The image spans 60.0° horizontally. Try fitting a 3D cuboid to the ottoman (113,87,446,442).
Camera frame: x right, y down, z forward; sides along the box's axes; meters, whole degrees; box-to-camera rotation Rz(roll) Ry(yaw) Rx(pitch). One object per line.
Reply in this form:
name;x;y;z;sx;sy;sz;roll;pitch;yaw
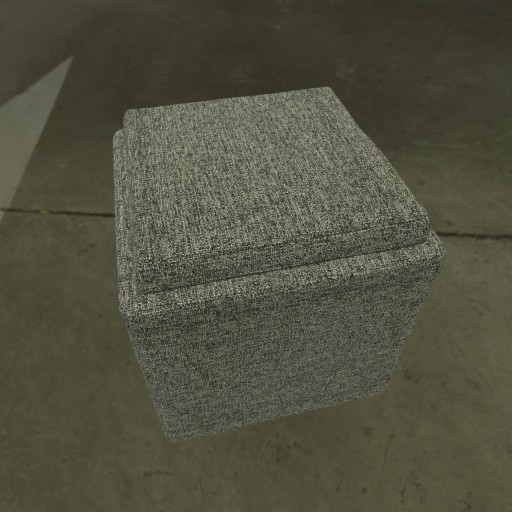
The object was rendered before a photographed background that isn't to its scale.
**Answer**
ottoman;0.000;0.000;0.837;0.450;0.463;0.450;-10;47;-9
